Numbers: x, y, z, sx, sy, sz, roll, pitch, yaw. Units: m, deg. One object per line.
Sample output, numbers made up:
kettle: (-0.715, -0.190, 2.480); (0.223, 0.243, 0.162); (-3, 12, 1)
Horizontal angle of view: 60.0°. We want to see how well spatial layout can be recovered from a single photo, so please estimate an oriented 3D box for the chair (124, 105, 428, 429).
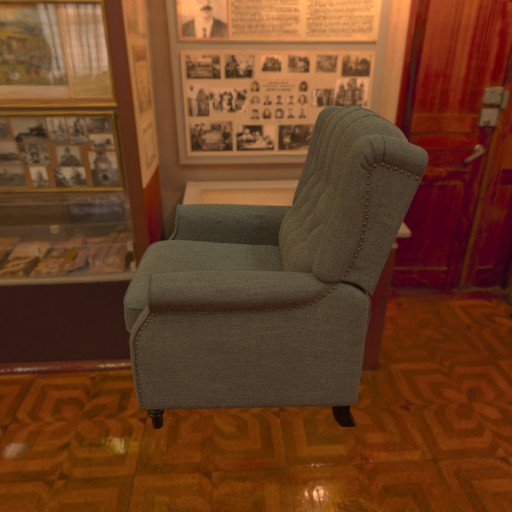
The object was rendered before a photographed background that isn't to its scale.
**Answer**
chair: (0.000, 0.000, 1.626); (0.898, 1.035, 0.742); (-1, 26, -1)
